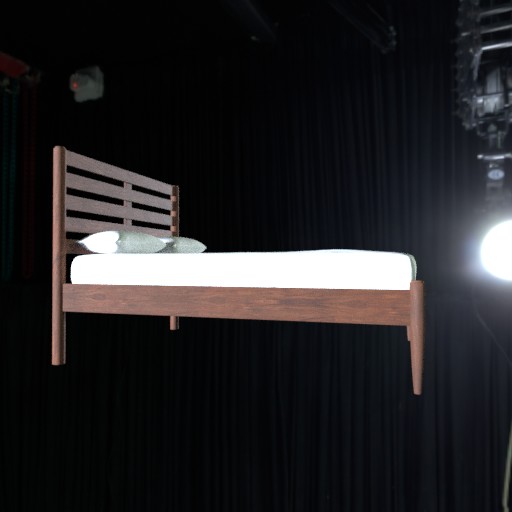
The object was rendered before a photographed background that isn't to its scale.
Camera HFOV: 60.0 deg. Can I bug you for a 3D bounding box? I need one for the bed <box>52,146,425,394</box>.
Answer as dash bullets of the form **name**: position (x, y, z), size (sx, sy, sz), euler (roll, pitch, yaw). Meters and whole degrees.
- **bed**: position (0.000, 0.000, 3.042), size (2.093, 1.304, 1.509), euler (0, -1, 18)
